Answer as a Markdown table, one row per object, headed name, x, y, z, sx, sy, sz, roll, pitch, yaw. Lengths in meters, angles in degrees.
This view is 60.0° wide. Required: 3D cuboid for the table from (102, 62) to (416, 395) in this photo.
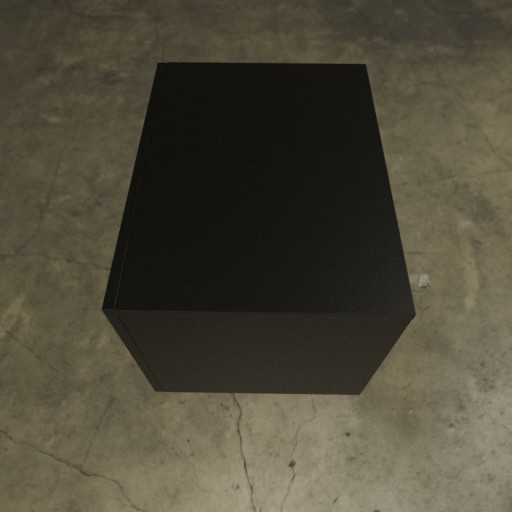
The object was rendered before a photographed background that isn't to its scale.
| name | x | y | z | sx | sy | sz | roll | pitch | yaw |
| --- | --- | --- | --- | --- | --- | --- | --- | --- | --- |
| table | 0.000 | 0.000 | 0.998 | 0.441 | 0.584 | 0.564 | 1 | 57 | 0 |
